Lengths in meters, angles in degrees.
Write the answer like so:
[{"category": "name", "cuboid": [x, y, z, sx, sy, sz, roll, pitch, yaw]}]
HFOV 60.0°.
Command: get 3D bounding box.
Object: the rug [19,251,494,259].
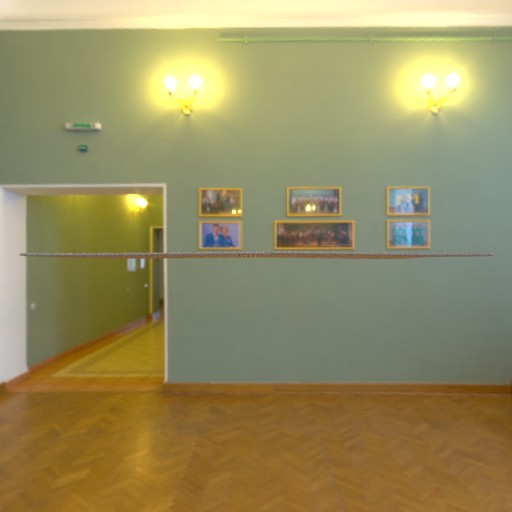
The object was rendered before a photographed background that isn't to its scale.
[{"category": "rug", "cuboid": [0.000, 0.000, 2.258, 1.804, 0.022, 1.162, 0, -1, 0]}]
